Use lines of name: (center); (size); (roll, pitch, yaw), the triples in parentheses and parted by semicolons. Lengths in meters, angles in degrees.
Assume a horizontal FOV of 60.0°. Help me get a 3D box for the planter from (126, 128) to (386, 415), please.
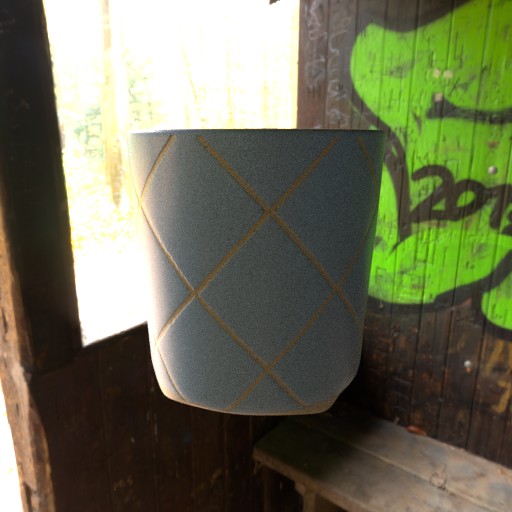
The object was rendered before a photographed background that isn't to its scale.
planter: (0.000, 0.000, 0.432); (0.227, 0.235, 0.227); (0, 15, 0)
